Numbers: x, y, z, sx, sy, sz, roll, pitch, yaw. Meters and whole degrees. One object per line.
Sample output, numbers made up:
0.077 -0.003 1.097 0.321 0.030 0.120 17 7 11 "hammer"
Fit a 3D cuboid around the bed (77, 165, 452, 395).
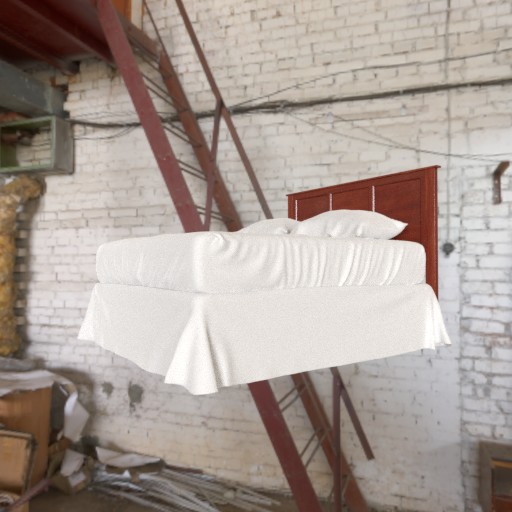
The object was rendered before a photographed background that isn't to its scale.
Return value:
0.000 0.000 3.190 2.050 1.270 1.870 1 -1 -36 "bed"
